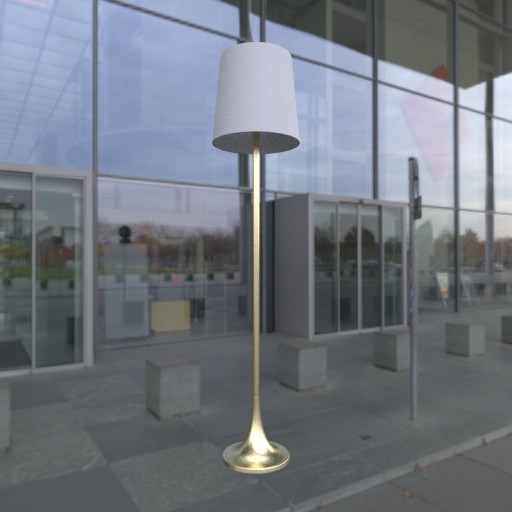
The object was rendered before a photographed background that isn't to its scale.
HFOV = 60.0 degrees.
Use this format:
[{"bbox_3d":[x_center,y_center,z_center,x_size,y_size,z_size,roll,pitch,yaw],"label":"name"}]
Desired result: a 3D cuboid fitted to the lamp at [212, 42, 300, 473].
[{"bbox_3d":[0.000,0.000,1.707,0.337,1.543,0.337,0,-1,0],"label":"lamp"}]
